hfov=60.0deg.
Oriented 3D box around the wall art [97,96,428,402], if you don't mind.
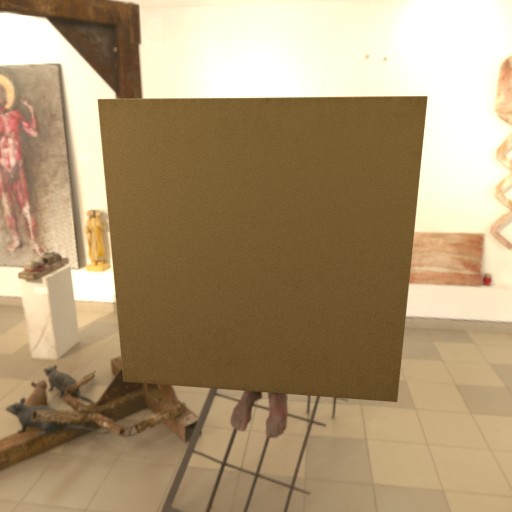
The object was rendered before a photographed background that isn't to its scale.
[{"bbox_3d":[0.000,0.000,0.753,0.503,0.506,0.030,2,16,7],"label":"wall art"}]
